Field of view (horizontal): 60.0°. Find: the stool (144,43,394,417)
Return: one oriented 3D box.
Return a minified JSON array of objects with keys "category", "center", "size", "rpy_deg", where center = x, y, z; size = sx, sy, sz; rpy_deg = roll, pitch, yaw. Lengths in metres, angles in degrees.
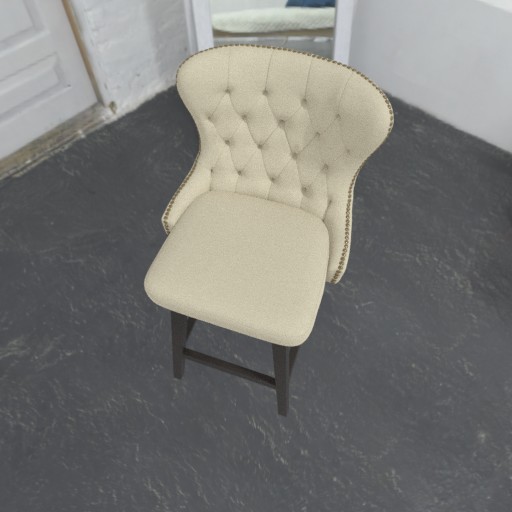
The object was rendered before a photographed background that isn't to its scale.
[{"category":"stool","center":[0.000,0.000,1.305],"size":[0.528,0.971,0.593],"rpy_deg":[16,59,10]}]
